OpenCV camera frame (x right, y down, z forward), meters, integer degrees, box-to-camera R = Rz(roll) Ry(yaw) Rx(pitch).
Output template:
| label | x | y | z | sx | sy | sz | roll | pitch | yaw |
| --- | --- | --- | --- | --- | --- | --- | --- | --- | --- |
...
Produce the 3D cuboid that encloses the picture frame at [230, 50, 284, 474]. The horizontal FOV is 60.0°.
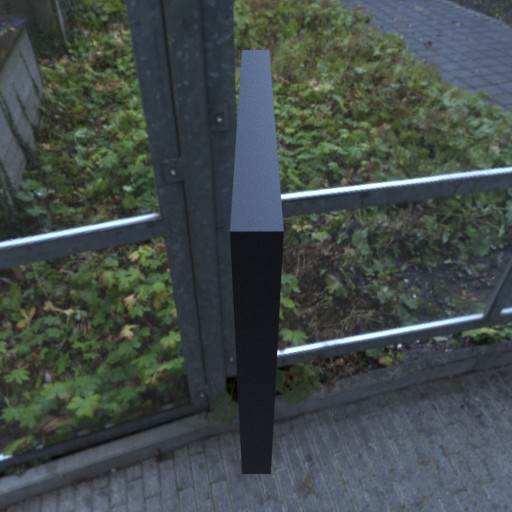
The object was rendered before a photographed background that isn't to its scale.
| label | x | y | z | sx | sy | sz | roll | pitch | yaw |
| --- | --- | --- | --- | --- | --- | --- | --- | --- | --- |
| picture frame | 0.000 | 0.000 | 0.468 | 0.030 | 0.317 | 0.317 | 0 | 42 | 0 |
